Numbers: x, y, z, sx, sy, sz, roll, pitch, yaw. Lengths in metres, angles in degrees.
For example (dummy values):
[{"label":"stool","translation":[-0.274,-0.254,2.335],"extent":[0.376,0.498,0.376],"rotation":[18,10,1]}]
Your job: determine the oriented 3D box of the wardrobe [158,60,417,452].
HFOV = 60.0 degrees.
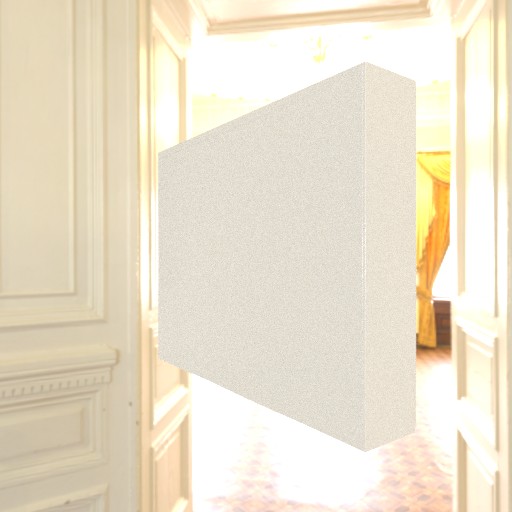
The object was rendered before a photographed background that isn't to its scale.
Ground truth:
[{"label":"wardrobe","translation":[0.000,0.000,4.045],"extent":[0.580,2.360,3.000],"rotation":[0,0,-36]}]
